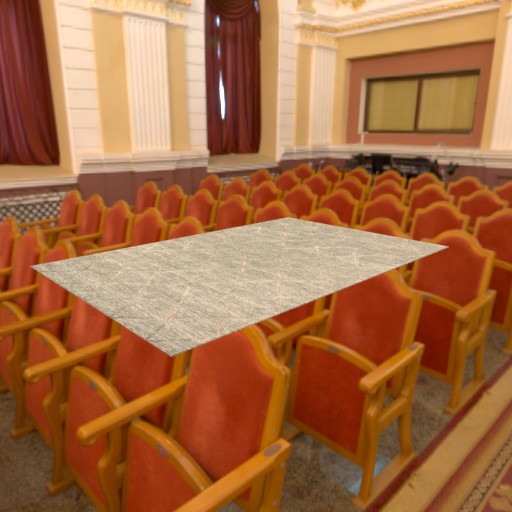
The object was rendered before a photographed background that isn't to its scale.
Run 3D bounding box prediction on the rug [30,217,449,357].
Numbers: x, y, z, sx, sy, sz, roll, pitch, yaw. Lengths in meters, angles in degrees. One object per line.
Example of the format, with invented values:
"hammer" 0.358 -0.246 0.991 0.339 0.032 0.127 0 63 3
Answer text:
"rug" 0.000 0.000 2.881 2.283 0.006 1.521 -14 21 -42
